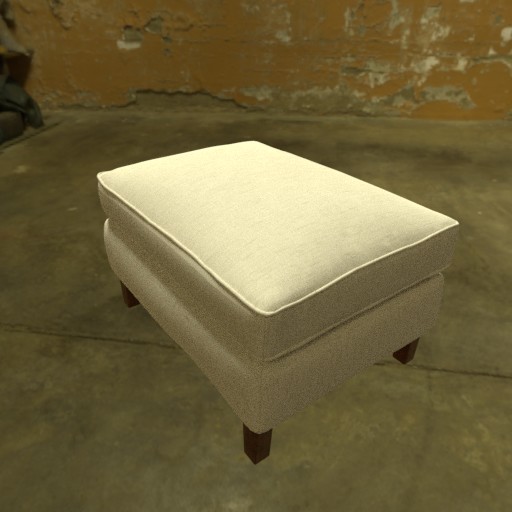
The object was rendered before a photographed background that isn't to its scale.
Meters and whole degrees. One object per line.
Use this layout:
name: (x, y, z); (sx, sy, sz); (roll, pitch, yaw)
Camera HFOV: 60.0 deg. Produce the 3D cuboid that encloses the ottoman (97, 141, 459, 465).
ottoman: (0.000, 0.000, 0.983); (0.501, 0.406, 0.665); (-20, 36, -31)
